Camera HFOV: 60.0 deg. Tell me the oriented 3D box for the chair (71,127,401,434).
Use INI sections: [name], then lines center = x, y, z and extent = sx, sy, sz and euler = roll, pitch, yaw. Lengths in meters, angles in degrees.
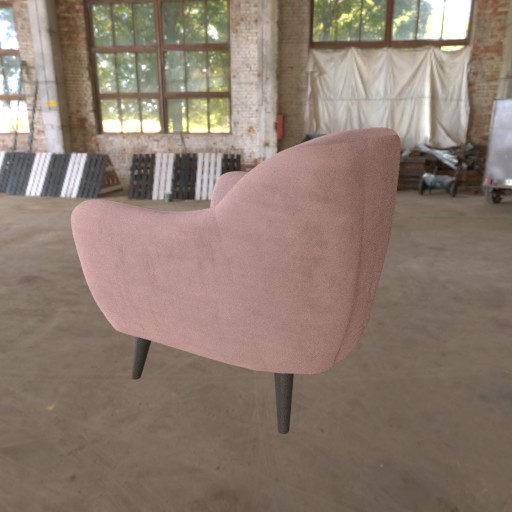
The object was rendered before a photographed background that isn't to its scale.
[chair]
center = 0.000, 0.000, 1.465
extent = 0.820, 0.820, 0.840
euler = 8, 19, 26
